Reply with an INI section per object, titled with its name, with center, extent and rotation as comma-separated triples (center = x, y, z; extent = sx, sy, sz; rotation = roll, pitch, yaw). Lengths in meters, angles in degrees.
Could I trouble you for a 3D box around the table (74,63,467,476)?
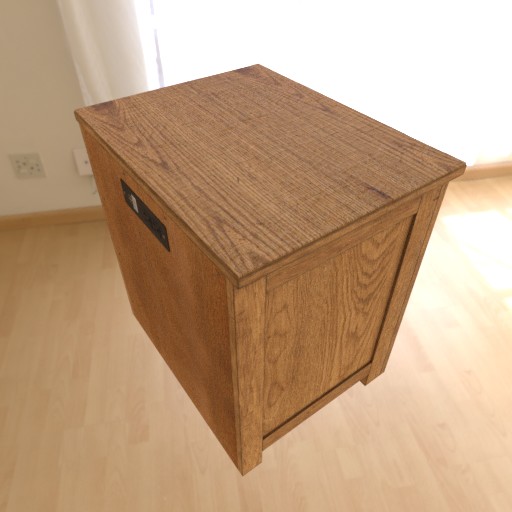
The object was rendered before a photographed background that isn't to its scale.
[table]
center = 0.000, 0.000, 1.041
extent = 0.494, 0.625, 0.601
rotation = -26, 48, -26
